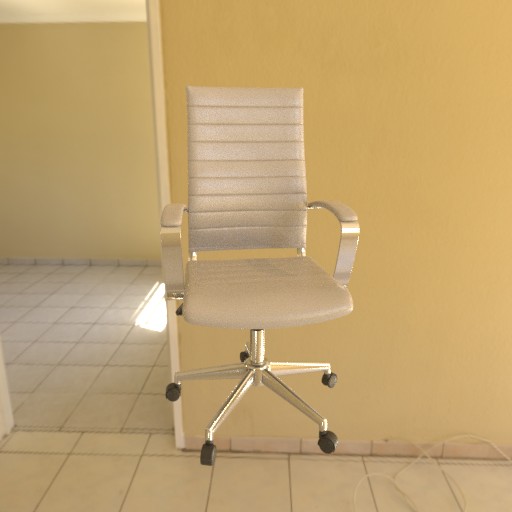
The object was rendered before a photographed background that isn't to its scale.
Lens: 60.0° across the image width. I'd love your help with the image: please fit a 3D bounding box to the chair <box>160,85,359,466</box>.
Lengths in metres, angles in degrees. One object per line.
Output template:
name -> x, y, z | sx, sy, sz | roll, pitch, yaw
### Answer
chair -> 0.000, 0.000, 1.528 | 0.679, 1.149, 0.667 | -2, 16, -8
